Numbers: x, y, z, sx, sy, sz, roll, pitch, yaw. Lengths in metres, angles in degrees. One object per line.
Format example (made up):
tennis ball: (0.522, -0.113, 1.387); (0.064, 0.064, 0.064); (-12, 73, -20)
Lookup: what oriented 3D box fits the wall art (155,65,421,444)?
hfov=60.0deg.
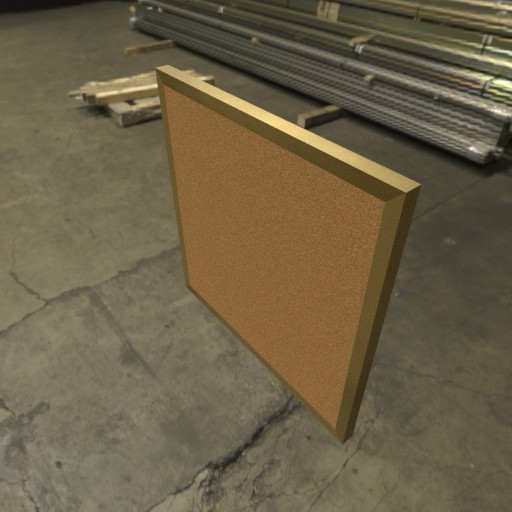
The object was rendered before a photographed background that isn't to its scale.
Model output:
wall art: (0.000, 0.000, 1.144); (0.038, 0.762, 0.762); (-27, 47, -29)
